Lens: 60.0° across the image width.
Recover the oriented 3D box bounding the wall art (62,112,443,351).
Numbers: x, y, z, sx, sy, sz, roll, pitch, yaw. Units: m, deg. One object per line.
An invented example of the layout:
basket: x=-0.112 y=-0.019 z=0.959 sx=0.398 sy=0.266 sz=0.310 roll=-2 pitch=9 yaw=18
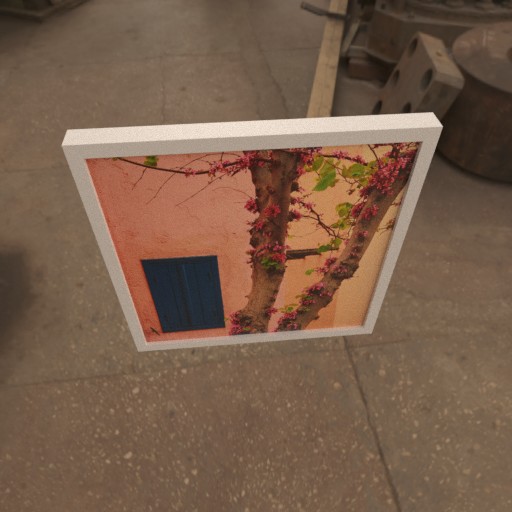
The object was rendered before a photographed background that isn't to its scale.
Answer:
wall art: x=0.000 y=0.000 z=0.786 sx=0.507 sy=0.508 sz=0.038 roll=-4 pitch=47 yaw=-4
